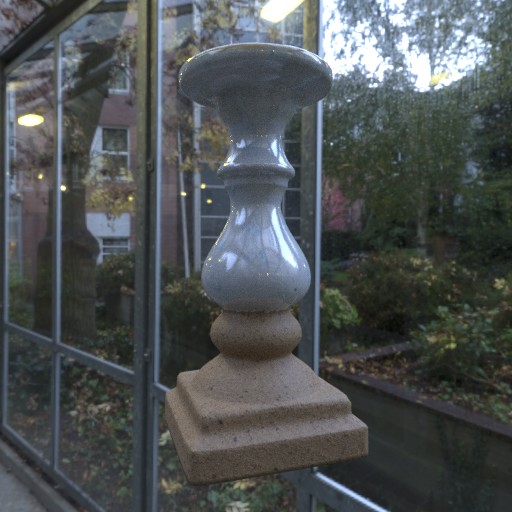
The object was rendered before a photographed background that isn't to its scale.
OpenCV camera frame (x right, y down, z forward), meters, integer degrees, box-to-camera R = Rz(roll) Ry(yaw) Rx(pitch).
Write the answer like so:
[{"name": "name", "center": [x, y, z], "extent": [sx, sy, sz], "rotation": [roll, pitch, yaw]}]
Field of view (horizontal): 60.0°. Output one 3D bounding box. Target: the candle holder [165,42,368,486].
[{"name": "candle holder", "center": [0.000, 0.000, 0.297], "extent": [0.110, 0.239, 0.110], "rotation": [0, 1, -19]}]
